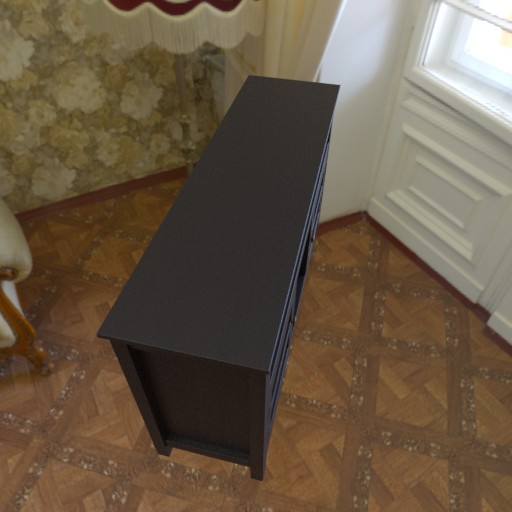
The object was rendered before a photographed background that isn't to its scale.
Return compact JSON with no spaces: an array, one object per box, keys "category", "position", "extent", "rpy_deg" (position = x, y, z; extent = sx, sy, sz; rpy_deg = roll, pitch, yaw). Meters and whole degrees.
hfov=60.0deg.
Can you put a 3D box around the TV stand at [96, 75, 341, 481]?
[{"category":"TV stand","position":[0.000,0.000,1.479],"extent":[0.347,0.681,1.198],"rpy_deg":[10,47,10]}]
